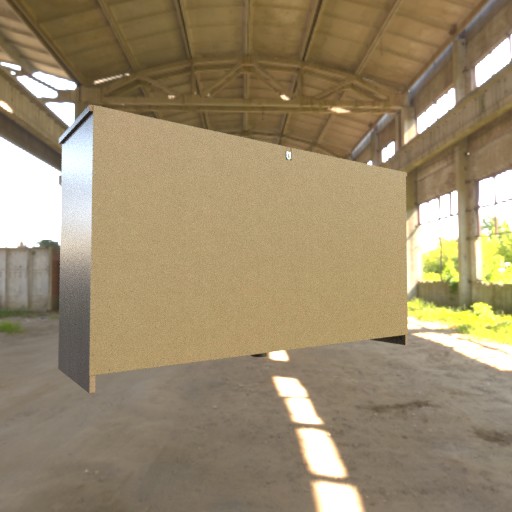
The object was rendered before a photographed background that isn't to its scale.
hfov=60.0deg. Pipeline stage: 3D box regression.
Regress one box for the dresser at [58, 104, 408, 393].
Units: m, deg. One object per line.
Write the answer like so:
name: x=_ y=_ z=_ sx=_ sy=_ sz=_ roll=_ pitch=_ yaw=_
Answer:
dresser: x=0.000 y=0.000 z=1.707 sx=1.360 sy=0.755 sz=0.401 roll=2 pitch=-3 yaw=-36
